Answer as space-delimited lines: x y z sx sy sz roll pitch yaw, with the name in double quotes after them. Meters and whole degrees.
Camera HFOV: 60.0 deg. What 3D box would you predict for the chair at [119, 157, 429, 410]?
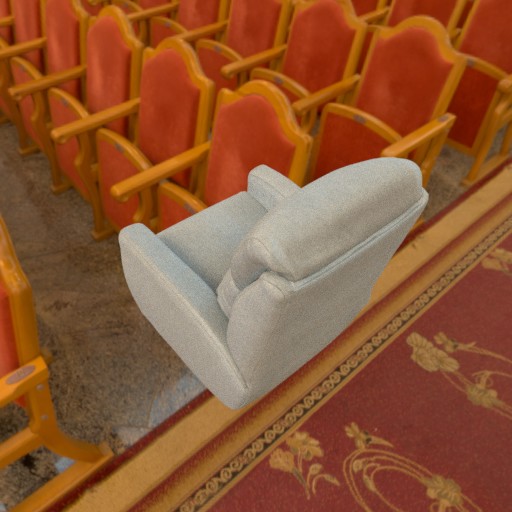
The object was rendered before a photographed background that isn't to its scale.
0.000 0.000 1.729 0.794 1.016 0.940 -31 53 -27 "chair"
